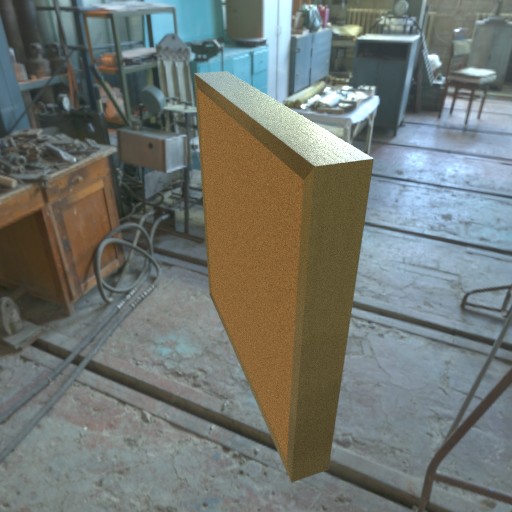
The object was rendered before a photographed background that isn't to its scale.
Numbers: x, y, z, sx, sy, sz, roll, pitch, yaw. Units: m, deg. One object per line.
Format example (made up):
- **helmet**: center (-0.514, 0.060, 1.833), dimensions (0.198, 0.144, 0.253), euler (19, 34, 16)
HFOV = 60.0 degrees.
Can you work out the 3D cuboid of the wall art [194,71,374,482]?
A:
- **wall art**: center (0.000, 0.000, 0.454), dimensions (0.038, 0.305, 0.304), euler (-11, 34, -16)
